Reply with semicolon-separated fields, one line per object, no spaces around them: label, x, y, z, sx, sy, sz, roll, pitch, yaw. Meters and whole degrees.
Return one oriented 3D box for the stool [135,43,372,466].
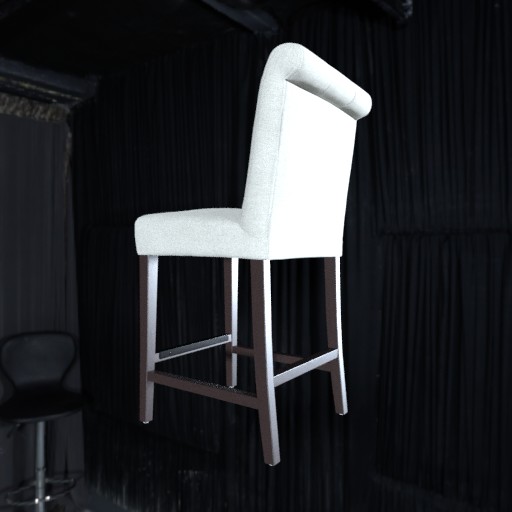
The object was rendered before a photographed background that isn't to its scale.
stool;0.000;0.000;1.393;0.601;1.040;0.493;1;2;36
